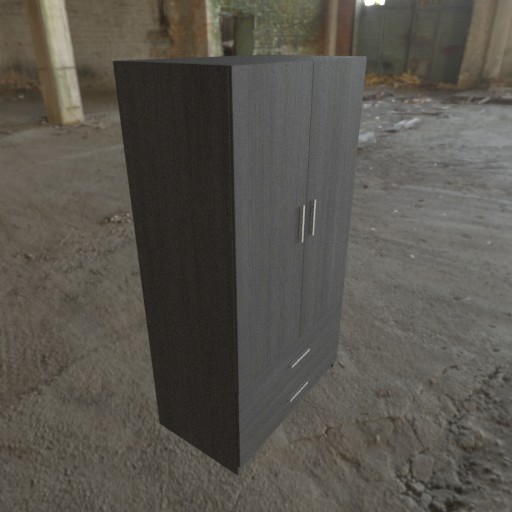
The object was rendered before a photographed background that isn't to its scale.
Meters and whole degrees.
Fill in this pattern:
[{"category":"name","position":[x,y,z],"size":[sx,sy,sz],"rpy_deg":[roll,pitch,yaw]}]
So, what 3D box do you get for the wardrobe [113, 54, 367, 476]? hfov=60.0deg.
[{"category":"wardrobe","position":[0.000,0.000,2.221],"size":[0.577,1.808,0.991],"rpy_deg":[18,31,32]}]
